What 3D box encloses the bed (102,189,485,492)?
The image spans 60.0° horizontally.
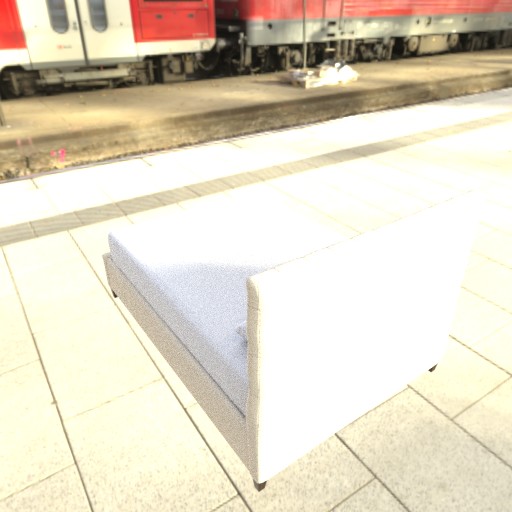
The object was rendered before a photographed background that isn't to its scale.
[{"bbox_3d":[0.000,0.000,3.372,1.698,1.427,2.387,-20,36,-30],"label":"bed"}]
